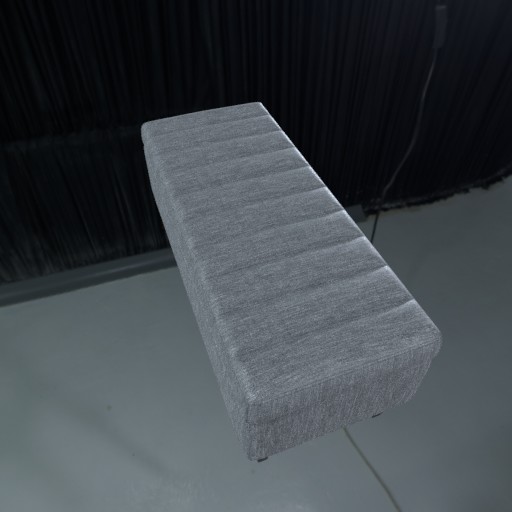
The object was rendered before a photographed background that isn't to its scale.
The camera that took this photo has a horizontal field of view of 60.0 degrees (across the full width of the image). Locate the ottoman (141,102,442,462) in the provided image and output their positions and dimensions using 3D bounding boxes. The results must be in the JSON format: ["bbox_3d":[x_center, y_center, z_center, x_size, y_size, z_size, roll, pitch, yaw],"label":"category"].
[{"bbox_3d":[0.000,0.000,1.432,0.482,0.469,1.151,-15,48,-14],"label":"ottoman"}]
